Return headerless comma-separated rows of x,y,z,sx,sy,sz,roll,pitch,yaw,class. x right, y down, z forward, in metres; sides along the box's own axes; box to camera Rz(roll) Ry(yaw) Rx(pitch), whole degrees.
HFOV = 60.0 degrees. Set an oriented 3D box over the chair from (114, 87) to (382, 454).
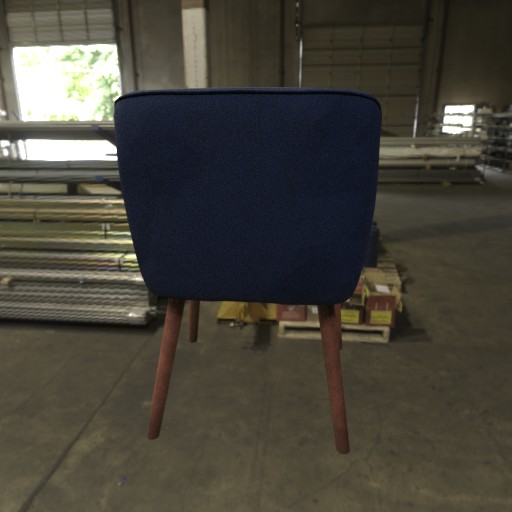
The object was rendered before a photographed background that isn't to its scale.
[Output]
0.000,0.000,1.201,0.600,0.820,0.600,2,17,6,chair
